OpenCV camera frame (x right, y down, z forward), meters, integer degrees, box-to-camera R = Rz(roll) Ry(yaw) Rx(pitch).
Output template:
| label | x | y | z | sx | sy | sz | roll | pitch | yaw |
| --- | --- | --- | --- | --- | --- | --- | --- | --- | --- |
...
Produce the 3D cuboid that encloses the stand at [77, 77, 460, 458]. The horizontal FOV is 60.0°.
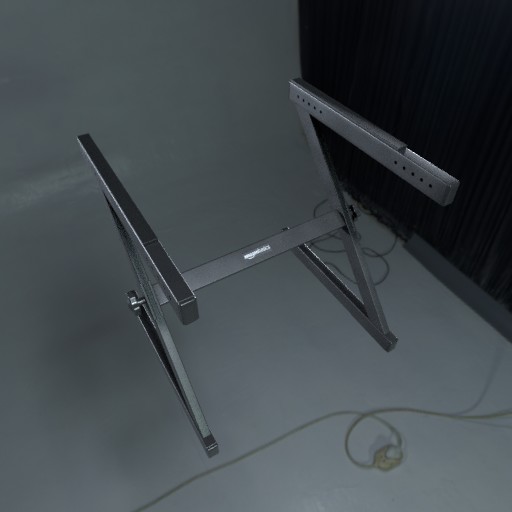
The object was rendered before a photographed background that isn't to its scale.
| label | x | y | z | sx | sy | sz | roll | pitch | yaw |
| --- | --- | --- | --- | --- | --- | --- | --- | --- | --- |
| stand | 0.000 | 0.000 | 1.179 | 0.700 | 0.617 | 0.586 | -23 | 49 | -21 |
